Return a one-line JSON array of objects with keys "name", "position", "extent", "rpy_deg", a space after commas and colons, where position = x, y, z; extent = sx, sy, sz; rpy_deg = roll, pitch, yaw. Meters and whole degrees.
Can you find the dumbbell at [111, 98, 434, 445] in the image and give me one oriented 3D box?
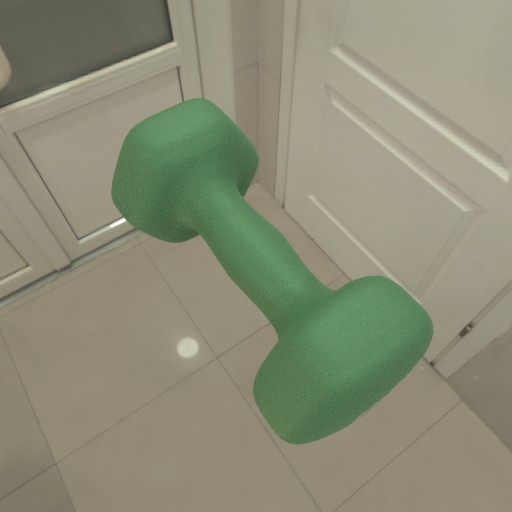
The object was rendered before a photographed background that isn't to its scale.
[{"name": "dumbbell", "position": [0.000, 0.000, 0.328], "extent": [0.129, 0.117, 0.260], "rpy_deg": [-31, 62, -18]}]
